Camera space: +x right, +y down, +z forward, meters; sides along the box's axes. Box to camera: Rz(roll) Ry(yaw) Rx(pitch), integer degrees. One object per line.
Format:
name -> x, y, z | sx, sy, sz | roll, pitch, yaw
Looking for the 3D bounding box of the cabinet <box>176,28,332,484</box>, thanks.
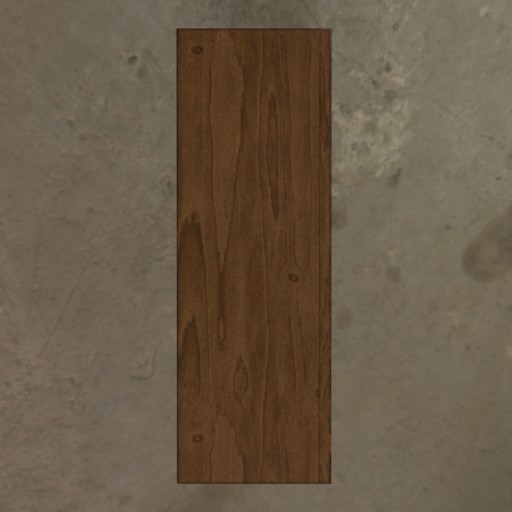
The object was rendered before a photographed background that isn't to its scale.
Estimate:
cabinet -> 0.000, 0.000, 1.727 | 0.477, 0.802, 1.363 | 0, 90, 0
